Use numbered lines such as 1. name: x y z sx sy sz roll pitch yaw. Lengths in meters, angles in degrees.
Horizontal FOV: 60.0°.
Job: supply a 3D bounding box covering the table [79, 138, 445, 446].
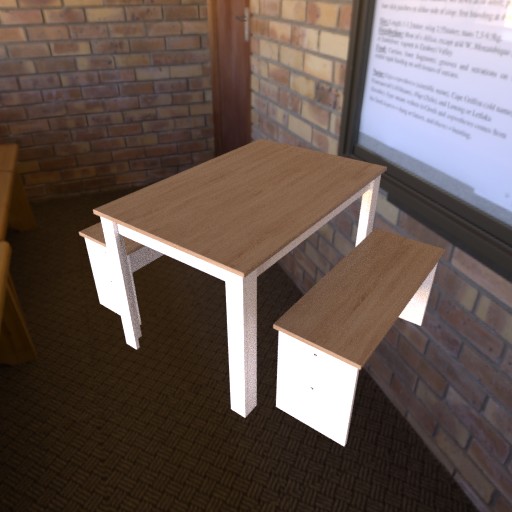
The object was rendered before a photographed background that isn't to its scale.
1. table: 0.000 0.000 2.071 1.443 0.700 1.100 21 38 30
